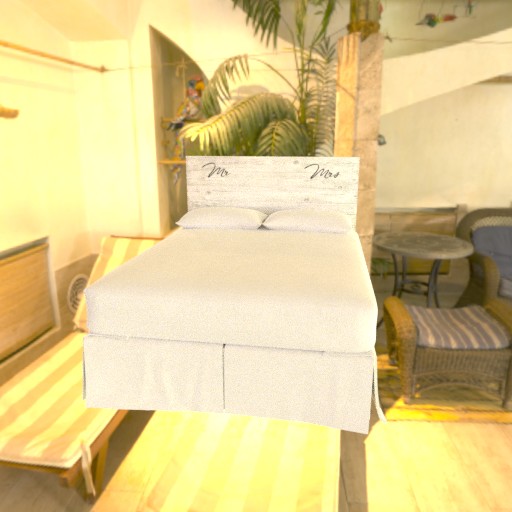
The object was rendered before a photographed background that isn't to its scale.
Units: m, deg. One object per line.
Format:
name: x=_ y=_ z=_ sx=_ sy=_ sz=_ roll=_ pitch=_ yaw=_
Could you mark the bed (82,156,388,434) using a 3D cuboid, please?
bed: x=0.000 y=0.000 z=3.234 sx=1.745 sy=1.335 sz=2.094 roll=2 pitch=15 yaw=9
